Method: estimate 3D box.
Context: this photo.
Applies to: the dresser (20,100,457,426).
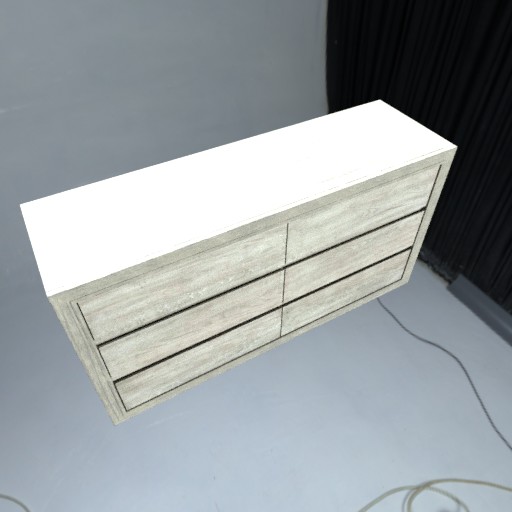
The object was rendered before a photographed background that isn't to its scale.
[{"bbox_3d":[0.000,0.000,1.999,1.628,0.889,0.483,-22,49,-20],"label":"dresser"}]
